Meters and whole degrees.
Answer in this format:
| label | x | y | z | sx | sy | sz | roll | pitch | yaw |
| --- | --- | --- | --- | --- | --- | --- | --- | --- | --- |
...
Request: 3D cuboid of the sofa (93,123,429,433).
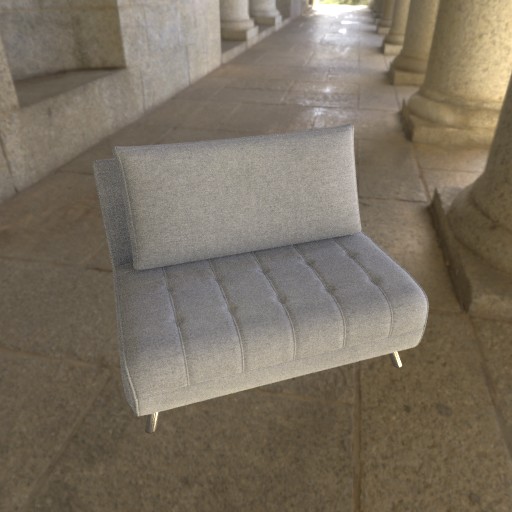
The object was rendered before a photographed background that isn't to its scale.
| label | x | y | z | sx | sy | sz | roll | pitch | yaw |
| --- | --- | --- | --- | --- | --- | --- | --- | --- | --- |
| sofa | 0.000 | 0.000 | 1.909 | 1.220 | 0.910 | 0.910 | -10 | 34 | -15 |
